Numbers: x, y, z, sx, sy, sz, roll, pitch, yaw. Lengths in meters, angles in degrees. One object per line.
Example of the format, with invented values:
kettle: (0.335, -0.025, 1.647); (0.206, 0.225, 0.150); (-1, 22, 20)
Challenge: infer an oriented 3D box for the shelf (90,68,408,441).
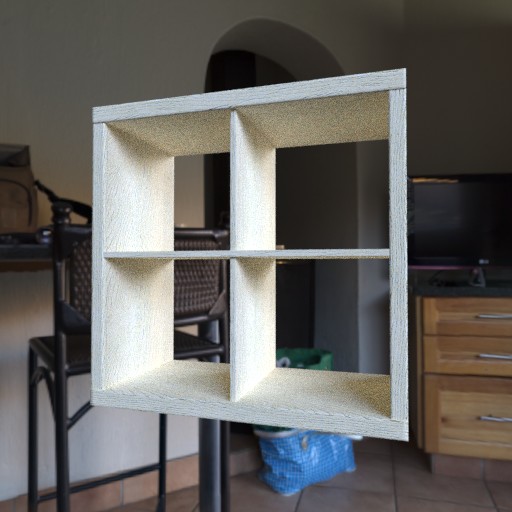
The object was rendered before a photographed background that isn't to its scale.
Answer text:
shelf: (0.000, 0.000, 1.238); (0.790, 0.786, 0.390); (0, -1, 17)
